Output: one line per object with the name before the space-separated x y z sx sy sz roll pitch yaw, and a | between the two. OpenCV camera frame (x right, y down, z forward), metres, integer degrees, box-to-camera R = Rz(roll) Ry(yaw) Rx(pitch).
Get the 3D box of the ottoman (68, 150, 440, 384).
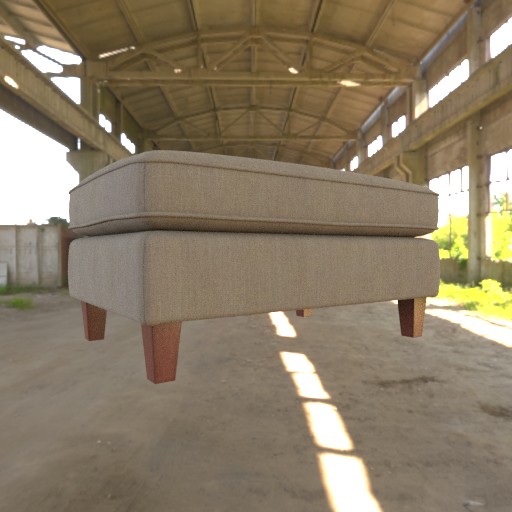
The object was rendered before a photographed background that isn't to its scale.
ottoman | 0.000 0.000 1.301 0.941 0.480 0.636 0 1 -35
